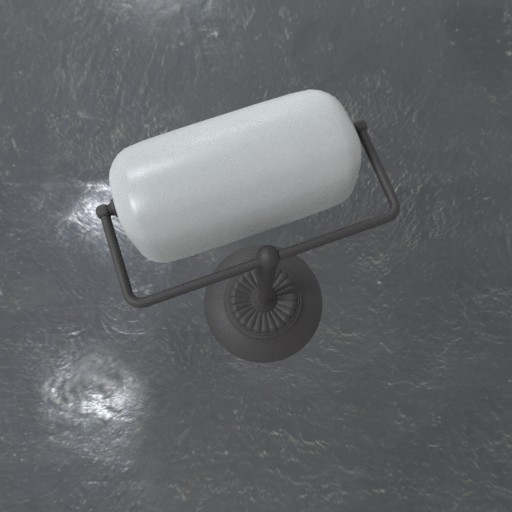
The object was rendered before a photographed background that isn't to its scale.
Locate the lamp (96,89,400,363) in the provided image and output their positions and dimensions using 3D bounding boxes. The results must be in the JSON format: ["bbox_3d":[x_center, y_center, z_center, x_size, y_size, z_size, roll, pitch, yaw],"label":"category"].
[{"bbox_3d":[0.000,0.000,0.513,0.264,0.339,0.243,-19,77,-5],"label":"lamp"}]
